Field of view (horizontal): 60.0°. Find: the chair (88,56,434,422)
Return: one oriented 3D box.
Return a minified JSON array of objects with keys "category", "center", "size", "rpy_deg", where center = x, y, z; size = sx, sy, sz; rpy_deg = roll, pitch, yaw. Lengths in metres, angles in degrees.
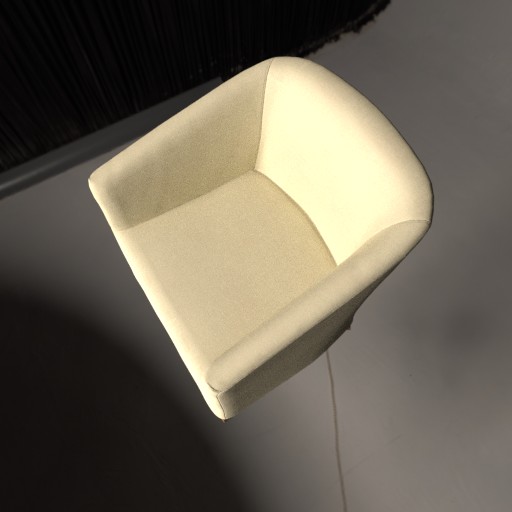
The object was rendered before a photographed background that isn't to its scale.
[{"category":"chair","center":[0.000,0.000,1.293],"size":[0.657,0.822,0.643],"rpy_deg":[-30,68,-14]}]
